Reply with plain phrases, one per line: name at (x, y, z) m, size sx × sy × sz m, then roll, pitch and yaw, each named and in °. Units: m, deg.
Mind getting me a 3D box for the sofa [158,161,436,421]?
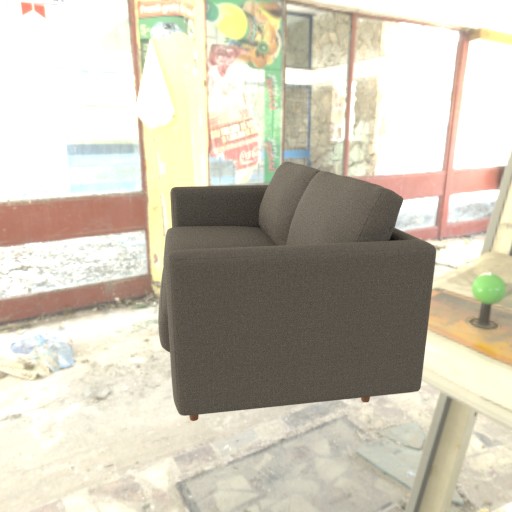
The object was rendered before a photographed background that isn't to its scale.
sofa at (0.000, 0.000, 2.259) m, size 0.940 × 0.866 × 1.713 m, roll -3°, pitch 16°, yaw -10°
